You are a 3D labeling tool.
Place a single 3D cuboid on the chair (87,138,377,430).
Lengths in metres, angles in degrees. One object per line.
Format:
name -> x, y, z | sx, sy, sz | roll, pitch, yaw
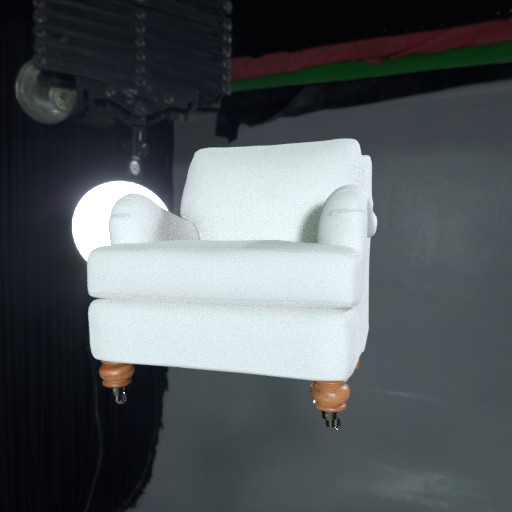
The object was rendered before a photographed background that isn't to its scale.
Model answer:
chair -> 0.000, 0.000, 1.841 | 0.955, 1.038, 1.070 | 1, 2, 17
